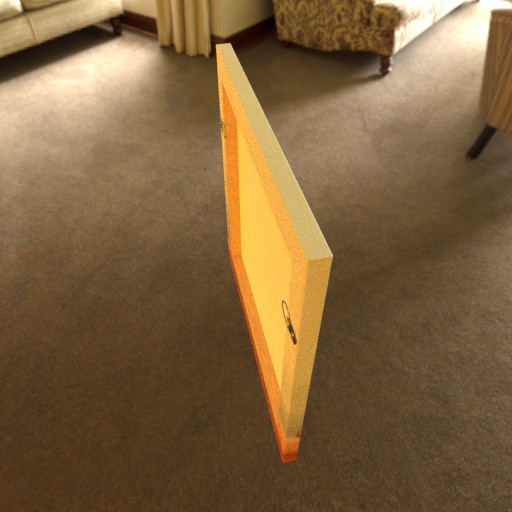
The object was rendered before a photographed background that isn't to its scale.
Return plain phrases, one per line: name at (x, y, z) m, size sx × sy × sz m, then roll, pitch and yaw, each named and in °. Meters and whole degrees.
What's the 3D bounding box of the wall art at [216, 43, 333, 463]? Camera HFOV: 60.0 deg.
wall art at (0.000, 0.000, 0.896) m, size 0.034 × 0.605 × 0.605 m, roll -9°, pitch 47°, yaw -9°
